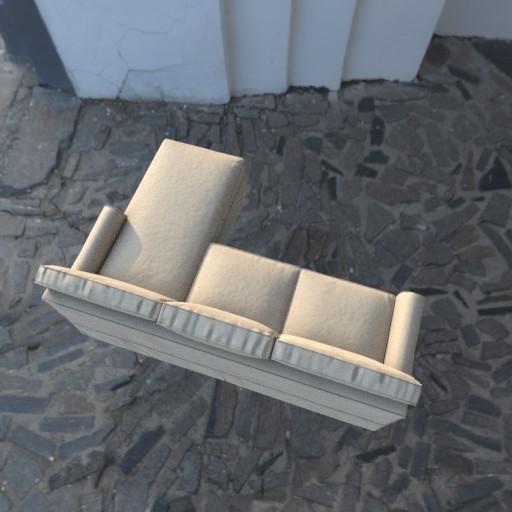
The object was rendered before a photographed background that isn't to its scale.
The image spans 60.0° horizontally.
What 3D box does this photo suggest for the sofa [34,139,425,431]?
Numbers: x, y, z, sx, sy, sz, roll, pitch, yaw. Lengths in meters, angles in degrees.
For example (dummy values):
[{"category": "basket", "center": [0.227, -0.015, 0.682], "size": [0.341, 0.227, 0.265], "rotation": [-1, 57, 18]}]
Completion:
[{"category": "sofa", "center": [0.000, 0.000, 3.320], "size": [2.475, 0.978, 1.733], "rotation": [16, 64, 8]}]
